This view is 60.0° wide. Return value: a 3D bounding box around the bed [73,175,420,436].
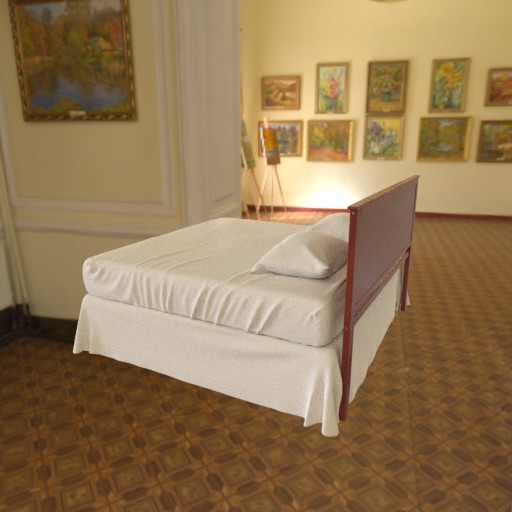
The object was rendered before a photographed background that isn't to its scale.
[{"bbox_3d":[0.000,0.000,3.719,2.219,1.271,2.314,8,17,27],"label":"bed"}]
